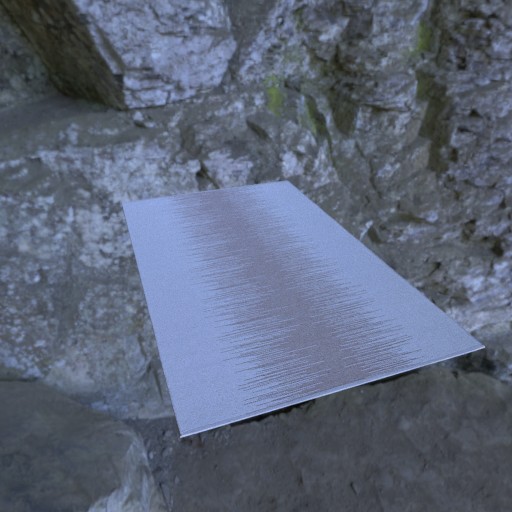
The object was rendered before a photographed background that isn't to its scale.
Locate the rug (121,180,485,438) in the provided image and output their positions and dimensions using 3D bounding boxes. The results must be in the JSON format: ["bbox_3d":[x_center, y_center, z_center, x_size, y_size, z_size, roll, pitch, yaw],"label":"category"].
[{"bbox_3d":[0.000,0.000,2.945,1.522,0.012,2.440,-10,32,-17],"label":"rug"}]
